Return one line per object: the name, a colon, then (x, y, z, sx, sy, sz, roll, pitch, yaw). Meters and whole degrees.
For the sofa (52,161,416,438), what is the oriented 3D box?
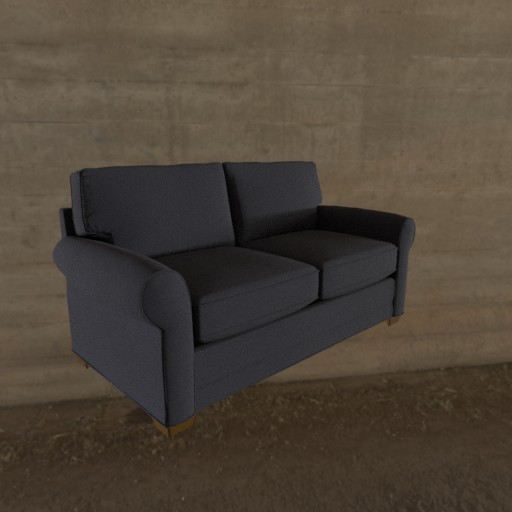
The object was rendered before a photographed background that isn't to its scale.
sofa: (0.000, 0.000, 2.510, 2.009, 1.031, 0.951, -13, 18, -42)
